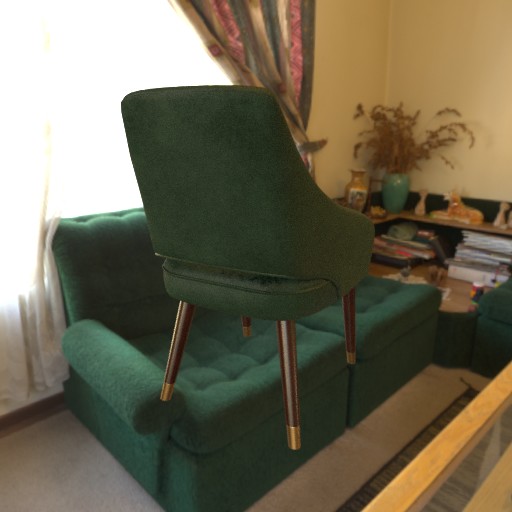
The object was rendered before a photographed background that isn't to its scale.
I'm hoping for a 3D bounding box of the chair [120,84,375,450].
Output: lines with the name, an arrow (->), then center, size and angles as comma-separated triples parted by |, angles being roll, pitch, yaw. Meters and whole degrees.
chair -> 0.000, 0.000, 1.581 | 0.683, 1.081, 0.794 | 9, 18, 28
